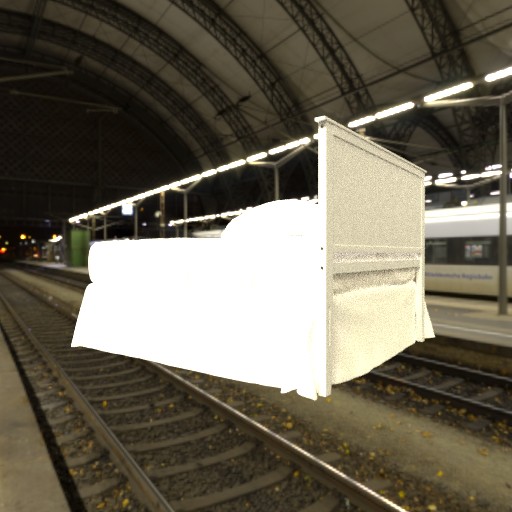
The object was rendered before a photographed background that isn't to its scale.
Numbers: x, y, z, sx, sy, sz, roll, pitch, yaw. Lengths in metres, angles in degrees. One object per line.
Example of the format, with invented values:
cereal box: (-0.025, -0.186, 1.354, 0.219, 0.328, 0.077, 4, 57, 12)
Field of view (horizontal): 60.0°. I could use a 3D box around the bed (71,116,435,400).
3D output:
bed: (0.000, 0.000, 3.228, 2.047, 1.269, 1.876, 0, 0, 36)
